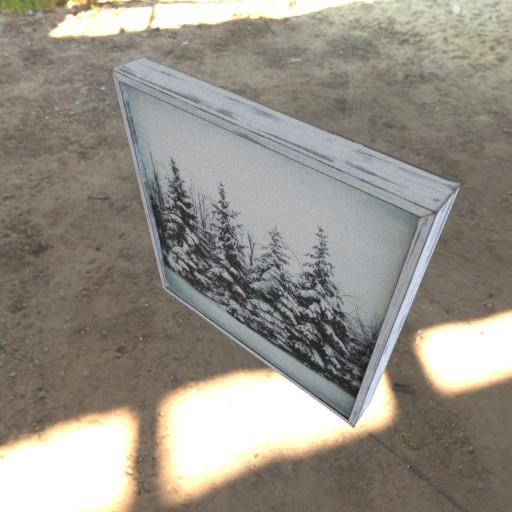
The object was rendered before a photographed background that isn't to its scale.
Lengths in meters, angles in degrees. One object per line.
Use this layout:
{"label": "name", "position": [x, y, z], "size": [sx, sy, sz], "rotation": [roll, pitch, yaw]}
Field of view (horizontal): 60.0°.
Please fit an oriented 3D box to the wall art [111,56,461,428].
{"label": "wall art", "position": [0.000, 0.000, 0.443], "size": [0.303, 0.303, 0.036], "rotation": [31, 54, 26]}
